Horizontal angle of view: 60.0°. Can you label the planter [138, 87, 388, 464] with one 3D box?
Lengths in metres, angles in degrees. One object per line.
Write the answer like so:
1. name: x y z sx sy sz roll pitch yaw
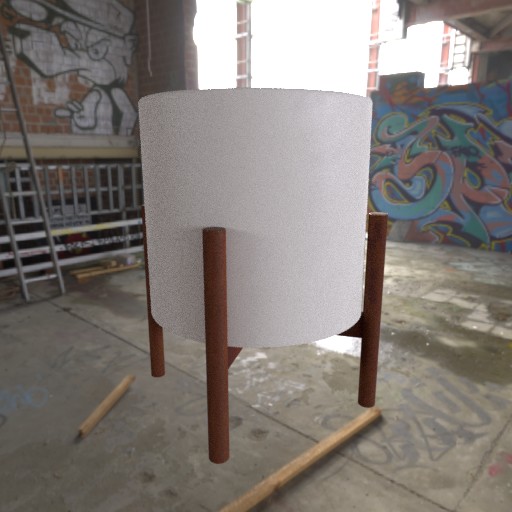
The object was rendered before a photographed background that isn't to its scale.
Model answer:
1. planter: 0.000 0.000 0.884 0.421 0.581 0.420 -7 15 -27
